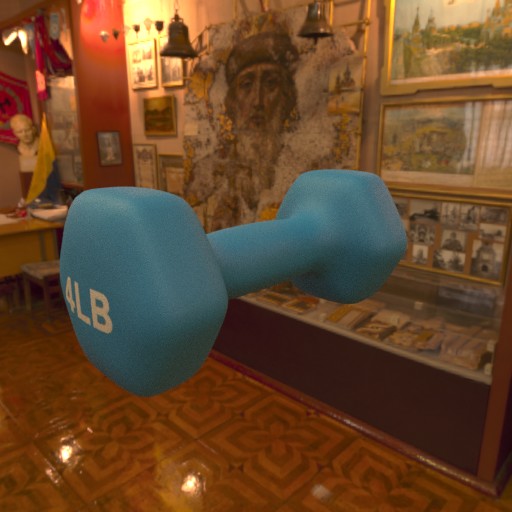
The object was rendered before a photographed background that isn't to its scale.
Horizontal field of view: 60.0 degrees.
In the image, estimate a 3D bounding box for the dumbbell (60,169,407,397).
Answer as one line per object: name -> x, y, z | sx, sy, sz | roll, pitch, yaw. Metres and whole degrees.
dumbbell -> 0.000, 0.000, 0.190 | 0.152, 0.066, 0.074 | -14, 21, -42
